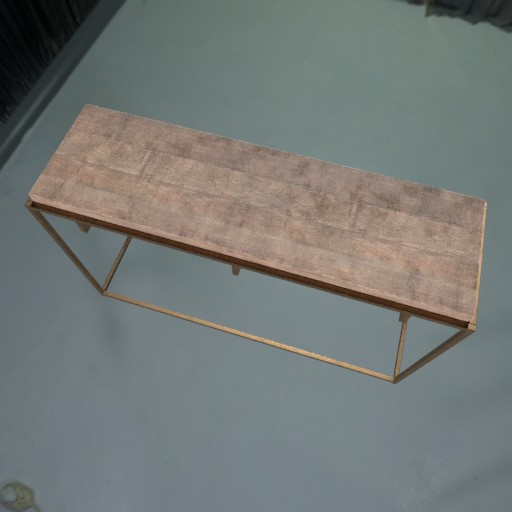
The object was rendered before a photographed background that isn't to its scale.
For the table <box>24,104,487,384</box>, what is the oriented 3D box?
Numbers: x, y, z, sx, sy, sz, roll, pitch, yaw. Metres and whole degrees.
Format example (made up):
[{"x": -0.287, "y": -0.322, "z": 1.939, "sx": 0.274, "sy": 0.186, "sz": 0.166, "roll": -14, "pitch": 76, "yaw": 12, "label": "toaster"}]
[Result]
[{"x": 0.000, "y": 0.000, "z": 1.736, "sx": 1.400, "sy": 0.820, "sz": 0.440, "roll": 15, "pitch": 65, "yaw": 8, "label": "table"}]
